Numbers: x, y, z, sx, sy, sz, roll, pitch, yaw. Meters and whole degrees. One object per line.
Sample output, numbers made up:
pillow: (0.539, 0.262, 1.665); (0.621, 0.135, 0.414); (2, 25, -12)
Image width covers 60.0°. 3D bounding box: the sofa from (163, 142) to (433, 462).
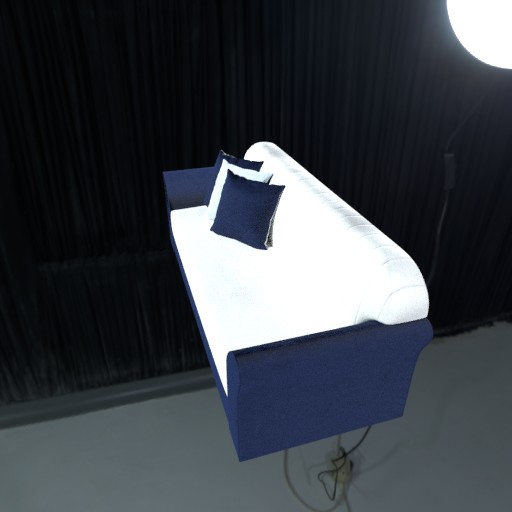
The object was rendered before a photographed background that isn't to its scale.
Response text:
sofa: (0.000, 0.000, 2.447); (0.749, 0.789, 2.006); (-9, 32, -15)
